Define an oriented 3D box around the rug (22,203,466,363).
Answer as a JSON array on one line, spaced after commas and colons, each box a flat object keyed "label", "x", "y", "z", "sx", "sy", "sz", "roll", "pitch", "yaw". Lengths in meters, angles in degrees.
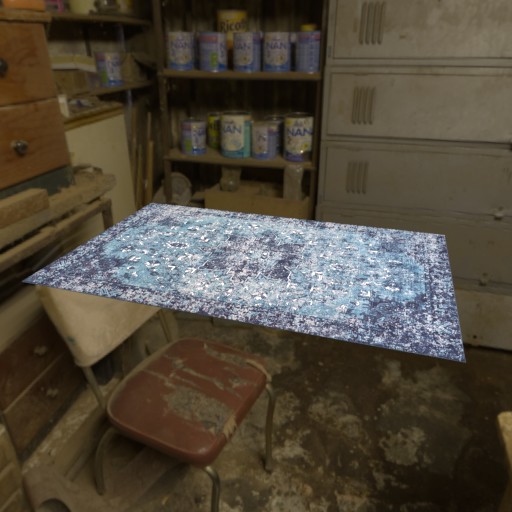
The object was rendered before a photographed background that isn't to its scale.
[{"label": "rug", "x": 0.000, "y": 0.000, "z": 2.952, "sx": 2.440, "sy": 0.007, "sz": 1.525, "roll": 8, "pitch": 27, "yaw": 16}]
